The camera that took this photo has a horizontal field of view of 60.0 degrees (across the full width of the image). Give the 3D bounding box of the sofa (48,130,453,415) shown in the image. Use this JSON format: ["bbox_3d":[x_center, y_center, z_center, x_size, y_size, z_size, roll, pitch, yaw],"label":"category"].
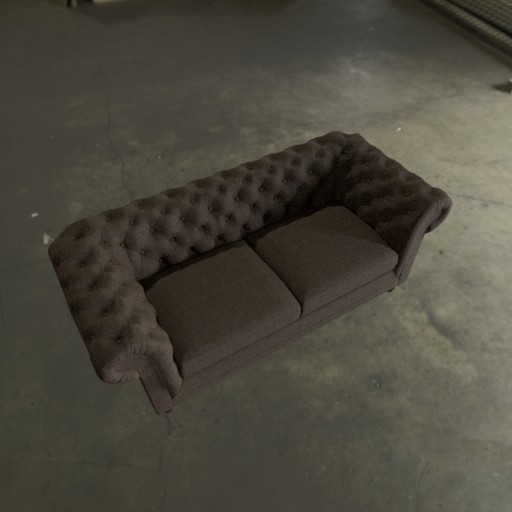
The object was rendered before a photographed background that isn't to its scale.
[{"bbox_3d":[0.000,0.000,2.591,2.048,0.780,0.944,-24,51,-21],"label":"sofa"}]
